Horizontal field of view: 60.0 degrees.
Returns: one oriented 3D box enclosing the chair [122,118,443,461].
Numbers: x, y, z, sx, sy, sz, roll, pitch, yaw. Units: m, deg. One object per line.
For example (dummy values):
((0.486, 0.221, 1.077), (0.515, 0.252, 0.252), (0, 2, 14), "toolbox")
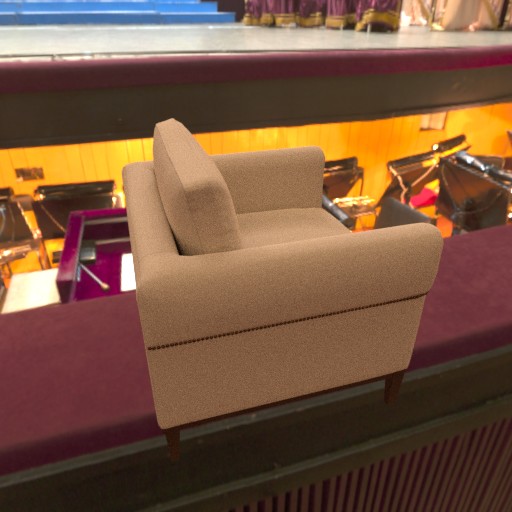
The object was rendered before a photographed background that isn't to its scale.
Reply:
((0.000, 0.000, 1.691), (0.896, 0.915, 0.982), (-9, 31, -14), "chair")
